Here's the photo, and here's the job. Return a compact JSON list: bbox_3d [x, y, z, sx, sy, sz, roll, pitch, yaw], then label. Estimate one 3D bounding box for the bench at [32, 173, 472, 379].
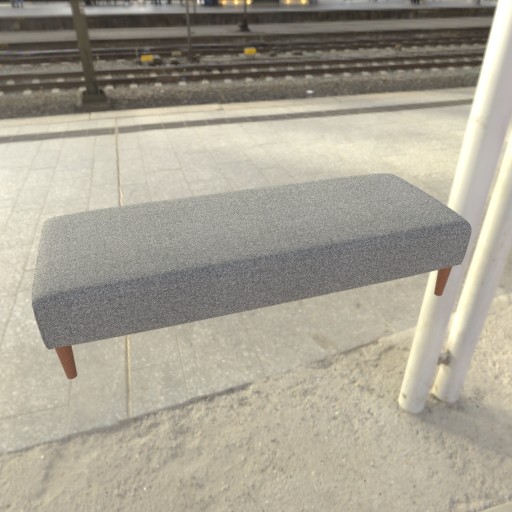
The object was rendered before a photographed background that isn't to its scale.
[{"bbox_3d":[0.000,0.000,1.831,1.598,0.384,0.631,-10,33,-15],"label":"bench"}]
